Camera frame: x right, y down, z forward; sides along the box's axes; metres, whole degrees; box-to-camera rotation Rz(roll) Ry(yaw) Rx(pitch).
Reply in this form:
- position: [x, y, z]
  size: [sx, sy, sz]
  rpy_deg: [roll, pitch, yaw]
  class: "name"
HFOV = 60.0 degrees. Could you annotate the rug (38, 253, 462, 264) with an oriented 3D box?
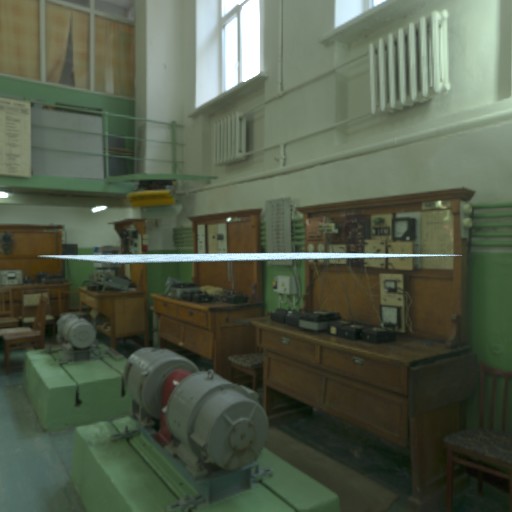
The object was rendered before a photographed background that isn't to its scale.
- position: [0.000, 0.000, 2.989]
  size: [2.457, 0.009, 1.512]
  rpy_deg: [-1, 1, -36]
  class: "rug"
